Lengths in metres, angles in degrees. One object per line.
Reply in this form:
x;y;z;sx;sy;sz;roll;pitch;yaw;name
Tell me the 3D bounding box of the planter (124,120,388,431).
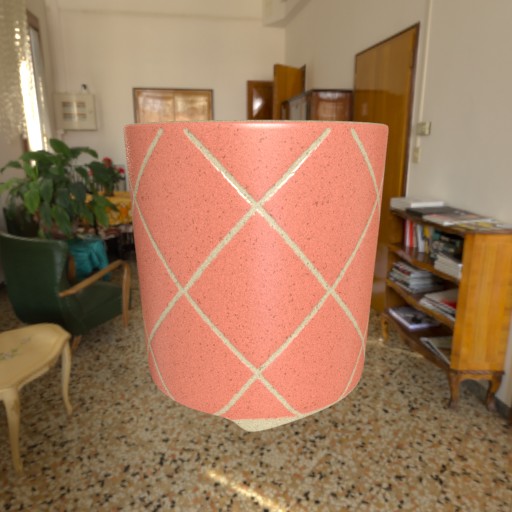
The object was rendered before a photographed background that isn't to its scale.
0.000;0.000;0.356;0.191;0.200;0.191;0;14;0;planter
